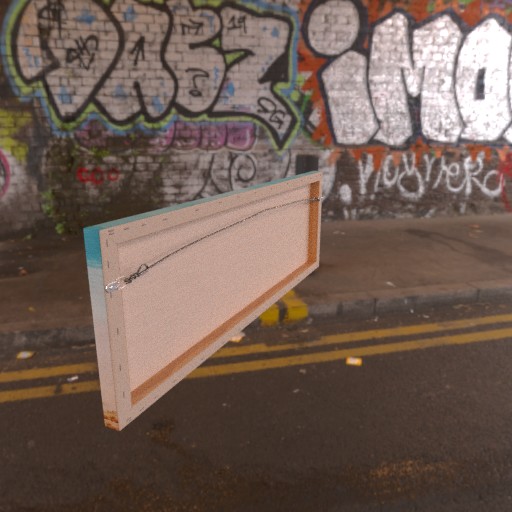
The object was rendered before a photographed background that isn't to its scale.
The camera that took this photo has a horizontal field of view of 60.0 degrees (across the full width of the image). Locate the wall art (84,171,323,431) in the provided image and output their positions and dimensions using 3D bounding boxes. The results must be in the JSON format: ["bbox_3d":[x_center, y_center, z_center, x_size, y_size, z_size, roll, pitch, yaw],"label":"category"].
[{"bbox_3d":[0.000,0.000,0.836,0.044,0.254,0.759,8,18,25],"label":"wall art"}]
